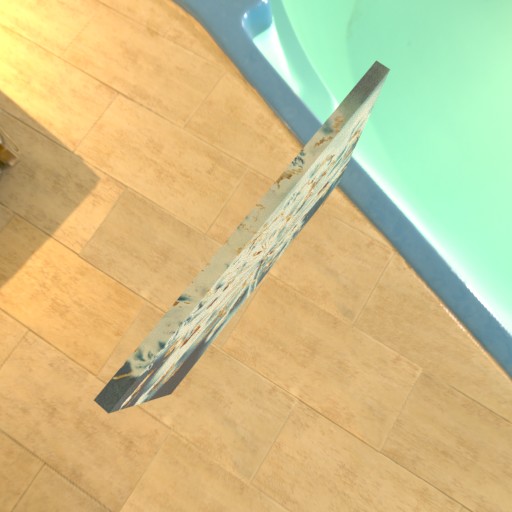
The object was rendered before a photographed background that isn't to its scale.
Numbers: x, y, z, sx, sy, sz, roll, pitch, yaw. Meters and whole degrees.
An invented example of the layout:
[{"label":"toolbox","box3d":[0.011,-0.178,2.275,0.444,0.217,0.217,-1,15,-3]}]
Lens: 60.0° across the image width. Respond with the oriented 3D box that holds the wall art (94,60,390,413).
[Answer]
[{"label":"wall art","box3d":[0.000,0.000,1.186,0.038,0.608,0.912,37,79,9]}]
